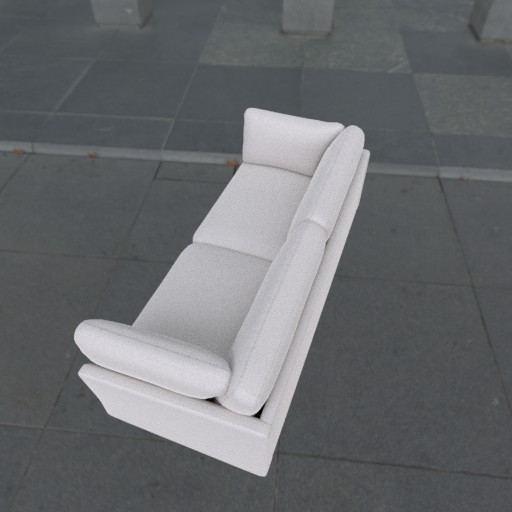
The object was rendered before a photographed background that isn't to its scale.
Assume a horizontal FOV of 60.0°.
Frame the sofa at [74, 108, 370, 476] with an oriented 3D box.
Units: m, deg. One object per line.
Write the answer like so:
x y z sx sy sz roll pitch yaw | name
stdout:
0.000 0.000 2.798 0.957 0.863 2.301 16 49 14 | sofa
